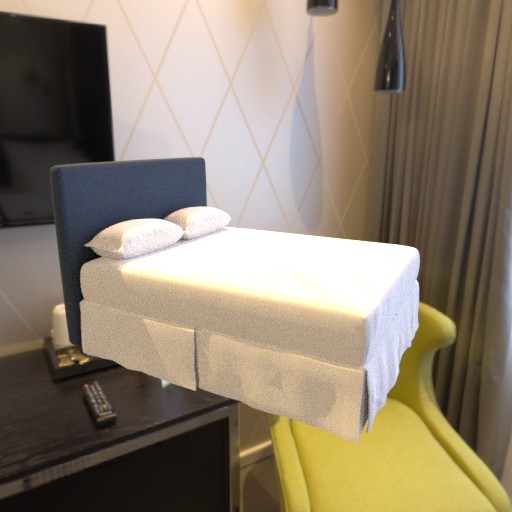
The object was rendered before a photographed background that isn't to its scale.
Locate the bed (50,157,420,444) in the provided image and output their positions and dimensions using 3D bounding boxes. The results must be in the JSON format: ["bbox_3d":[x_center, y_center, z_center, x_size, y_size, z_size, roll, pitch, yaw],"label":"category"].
[{"bbox_3d":[0.000,0.000,3.223,2.162,1.330,1.713,8,17,27],"label":"bed"}]
